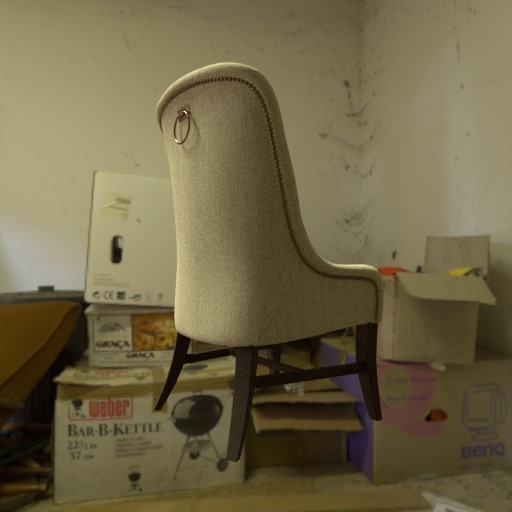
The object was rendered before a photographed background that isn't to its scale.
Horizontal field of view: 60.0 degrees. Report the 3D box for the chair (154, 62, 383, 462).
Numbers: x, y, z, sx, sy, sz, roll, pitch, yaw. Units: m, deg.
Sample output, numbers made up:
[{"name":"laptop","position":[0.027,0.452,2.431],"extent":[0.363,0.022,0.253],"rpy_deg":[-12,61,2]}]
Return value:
[{"name":"chair","position":[0.000,0.000,1.535],"extent":[0.629,1.091,0.634],"rpy_deg":[1,-1,-36]}]
